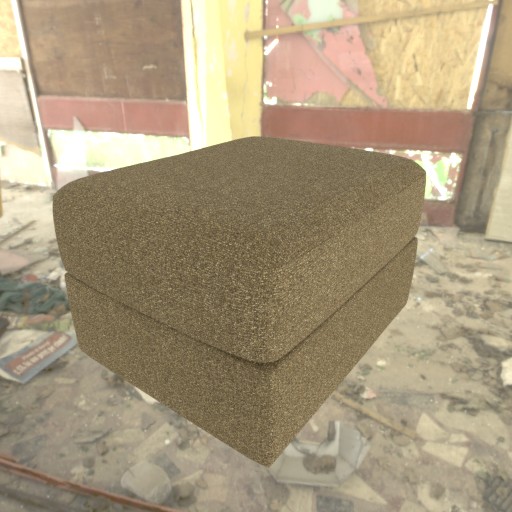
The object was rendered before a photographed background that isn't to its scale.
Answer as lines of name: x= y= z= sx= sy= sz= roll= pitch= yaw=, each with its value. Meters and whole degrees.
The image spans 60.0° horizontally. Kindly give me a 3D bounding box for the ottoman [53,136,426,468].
ottoman: x=0.000 y=0.000 z=1.108 sx=0.598 sy=0.476 sz=0.742 roll=18 pitch=31 yaw=33
